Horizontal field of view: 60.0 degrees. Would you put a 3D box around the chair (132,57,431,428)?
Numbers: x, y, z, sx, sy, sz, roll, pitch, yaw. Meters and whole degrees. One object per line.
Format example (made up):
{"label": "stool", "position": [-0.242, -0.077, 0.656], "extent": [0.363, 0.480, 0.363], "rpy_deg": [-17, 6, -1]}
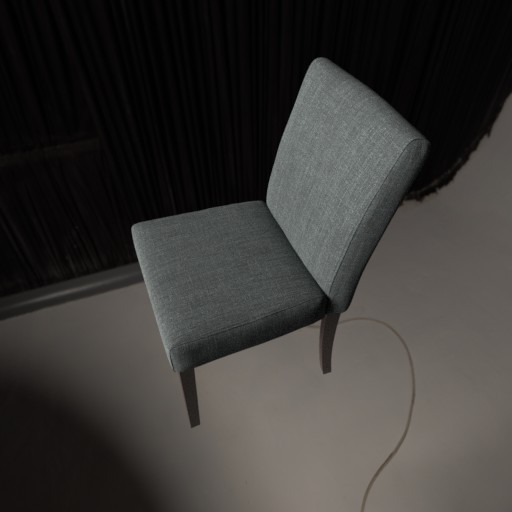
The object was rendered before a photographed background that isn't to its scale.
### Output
{"label": "chair", "position": [0.000, 0.000, 1.266], "extent": [0.629, 0.884, 0.487], "rpy_deg": [-16, 48, -15]}
